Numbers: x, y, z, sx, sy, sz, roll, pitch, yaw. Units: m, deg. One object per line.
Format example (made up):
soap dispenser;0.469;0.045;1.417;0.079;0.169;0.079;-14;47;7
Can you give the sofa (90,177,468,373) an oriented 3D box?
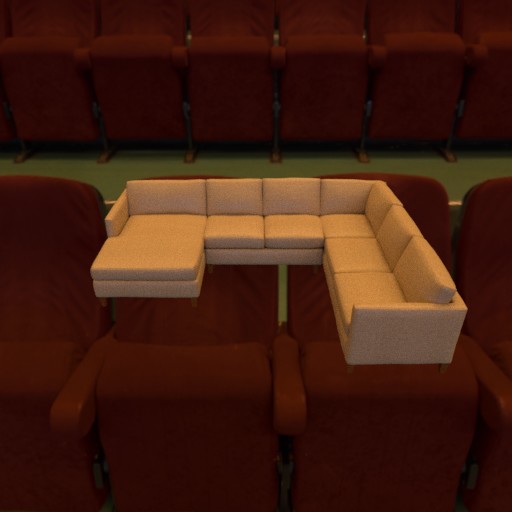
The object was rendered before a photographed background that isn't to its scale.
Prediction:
sofa;0.000;0.000;4.786;3.460;0.961;2.594;0;31;0
